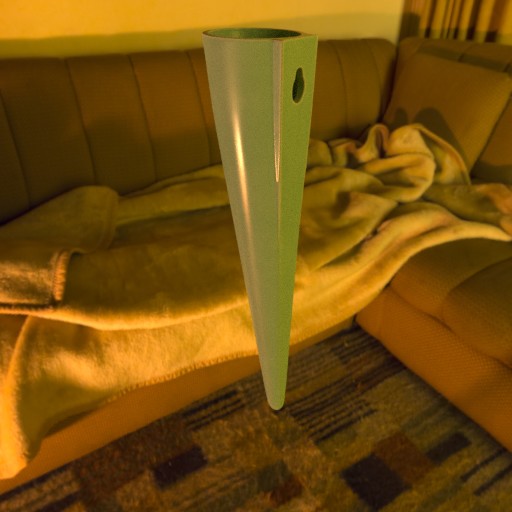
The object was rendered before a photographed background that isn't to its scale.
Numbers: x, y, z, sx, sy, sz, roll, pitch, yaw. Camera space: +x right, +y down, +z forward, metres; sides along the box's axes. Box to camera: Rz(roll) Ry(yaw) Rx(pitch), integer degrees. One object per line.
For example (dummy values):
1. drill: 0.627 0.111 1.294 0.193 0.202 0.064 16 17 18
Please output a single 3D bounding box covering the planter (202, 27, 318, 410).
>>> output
1. planter: 0.000 0.000 0.296 0.055 0.268 0.054 22 38 31
